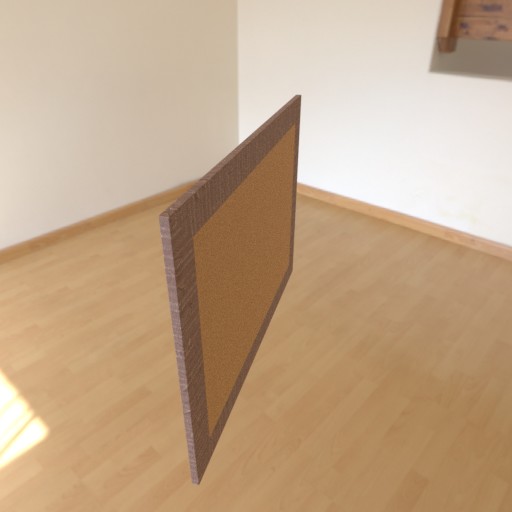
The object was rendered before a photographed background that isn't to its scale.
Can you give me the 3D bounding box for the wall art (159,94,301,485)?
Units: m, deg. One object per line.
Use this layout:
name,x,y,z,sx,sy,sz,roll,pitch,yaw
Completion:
wall art,0.000,0.000,1.371,0.020,0.761,1.056,9,32,15
